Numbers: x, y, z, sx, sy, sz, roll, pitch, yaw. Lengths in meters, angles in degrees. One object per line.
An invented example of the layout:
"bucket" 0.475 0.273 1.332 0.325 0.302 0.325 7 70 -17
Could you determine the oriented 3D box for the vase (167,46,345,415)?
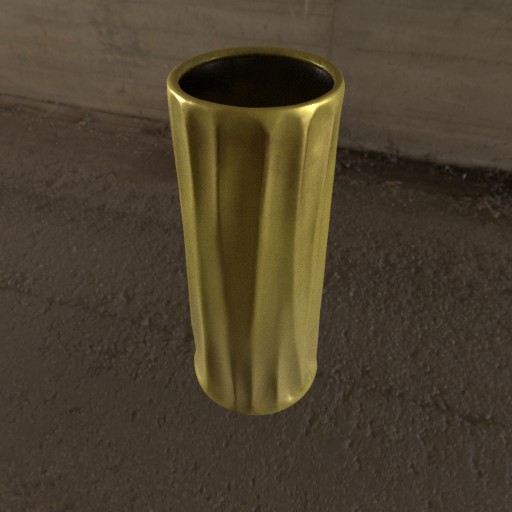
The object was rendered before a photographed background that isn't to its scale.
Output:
"vase" 0.000 0.000 0.177 0.061 0.143 0.061 0 42 0
